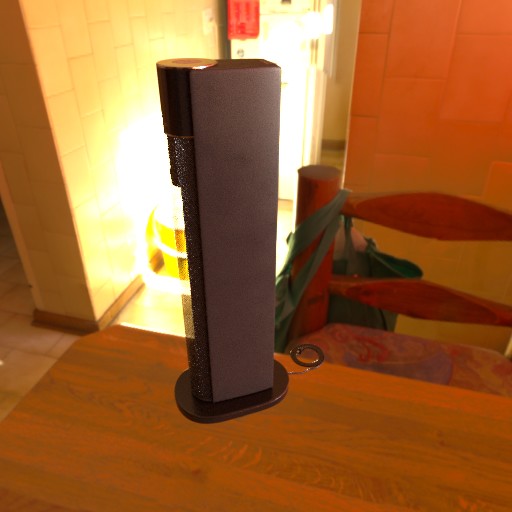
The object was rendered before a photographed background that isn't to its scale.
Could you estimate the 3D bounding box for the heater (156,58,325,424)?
[{"bbox_3d":[0.000,0.000,1.045,0.458,0.856,0.214,-8,32,-13],"label":"heater"}]
